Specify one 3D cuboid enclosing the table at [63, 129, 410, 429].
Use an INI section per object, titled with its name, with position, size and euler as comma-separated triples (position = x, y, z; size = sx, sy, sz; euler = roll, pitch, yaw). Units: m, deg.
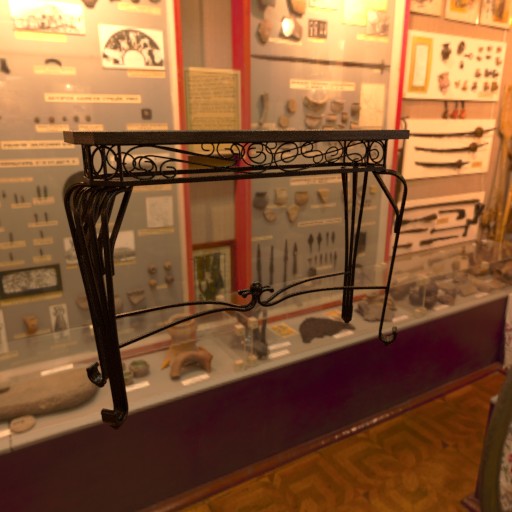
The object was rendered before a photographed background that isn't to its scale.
[table]
position = 0.000, 0.000, 1.466
size = 1.112, 0.800, 0.329
euler = -9, 18, -27
